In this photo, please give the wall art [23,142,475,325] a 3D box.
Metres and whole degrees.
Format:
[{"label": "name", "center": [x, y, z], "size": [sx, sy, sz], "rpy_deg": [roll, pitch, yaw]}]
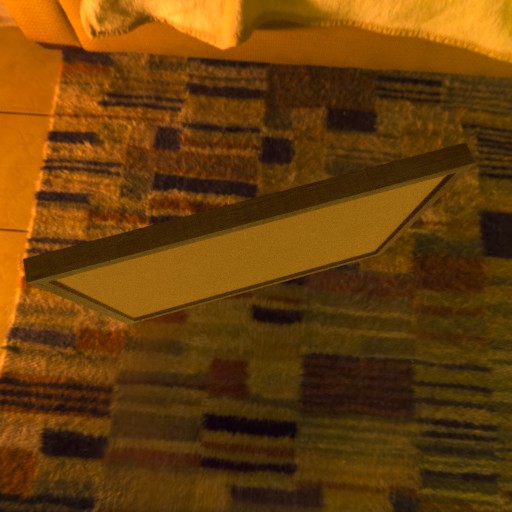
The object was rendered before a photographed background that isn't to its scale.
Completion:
[{"label": "wall art", "center": [0.000, 0.000, 1.751], "size": [1.320, 1.009, 0.070], "rpy_deg": [-15, 75, -4]}]
